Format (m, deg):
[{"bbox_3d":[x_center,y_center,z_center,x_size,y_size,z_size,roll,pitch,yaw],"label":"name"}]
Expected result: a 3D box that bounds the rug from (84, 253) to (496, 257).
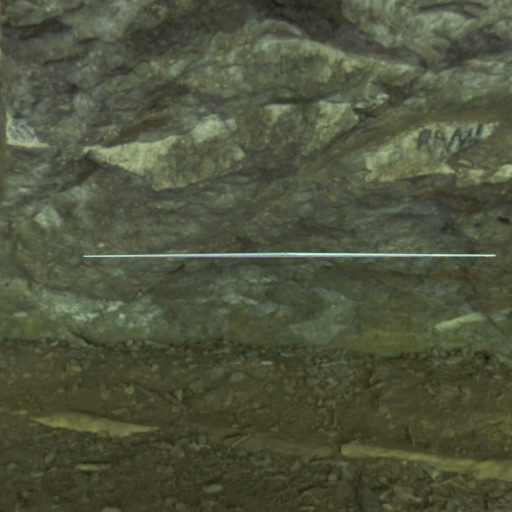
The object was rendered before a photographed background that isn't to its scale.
[{"bbox_3d":[0.000,0.000,2.845,1.522,0.008,2.284,0,0,-37],"label":"rug"}]
